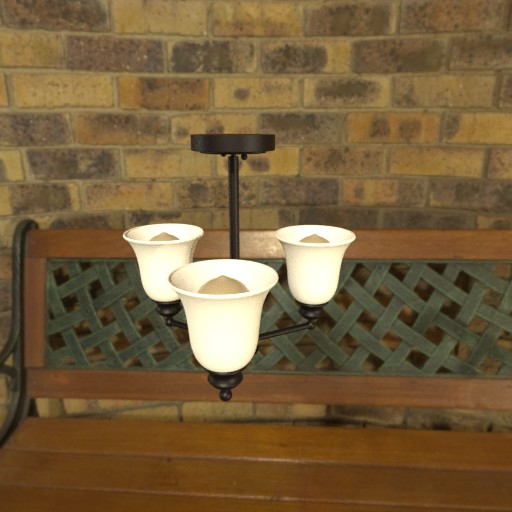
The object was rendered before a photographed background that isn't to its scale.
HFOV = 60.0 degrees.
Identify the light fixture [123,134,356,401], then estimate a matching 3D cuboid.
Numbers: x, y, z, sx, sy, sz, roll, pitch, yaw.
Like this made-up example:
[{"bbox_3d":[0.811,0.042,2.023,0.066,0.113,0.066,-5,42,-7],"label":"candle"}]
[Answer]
[{"bbox_3d":[0.000,0.000,0.699,0.354,0.370,0.388,-8,18,-26],"label":"light fixture"}]
